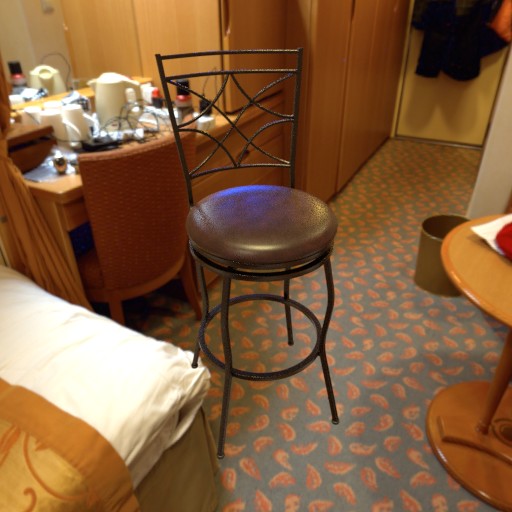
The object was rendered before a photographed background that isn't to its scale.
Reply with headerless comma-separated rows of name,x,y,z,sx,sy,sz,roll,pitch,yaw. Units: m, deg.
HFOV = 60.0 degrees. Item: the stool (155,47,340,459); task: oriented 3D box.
stool,0.000,0.000,1.375,0.434,1.117,0.534,-10,33,-15
